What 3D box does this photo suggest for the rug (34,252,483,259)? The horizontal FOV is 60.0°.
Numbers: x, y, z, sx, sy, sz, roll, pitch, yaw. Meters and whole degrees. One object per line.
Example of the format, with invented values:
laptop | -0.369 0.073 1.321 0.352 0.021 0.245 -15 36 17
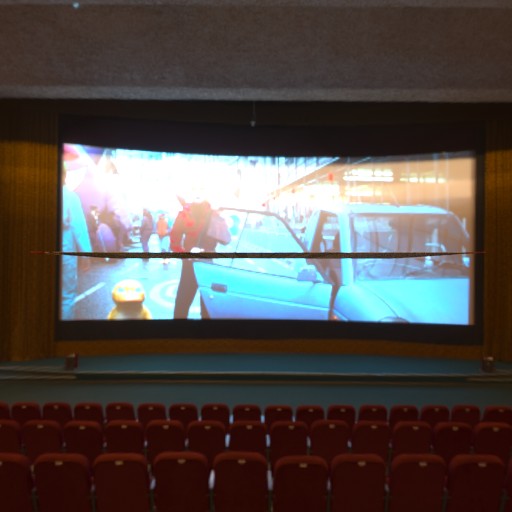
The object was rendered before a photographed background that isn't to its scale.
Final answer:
rug | 0.000 0.000 3.067 2.465 0.012 1.465 0 -2 -1
